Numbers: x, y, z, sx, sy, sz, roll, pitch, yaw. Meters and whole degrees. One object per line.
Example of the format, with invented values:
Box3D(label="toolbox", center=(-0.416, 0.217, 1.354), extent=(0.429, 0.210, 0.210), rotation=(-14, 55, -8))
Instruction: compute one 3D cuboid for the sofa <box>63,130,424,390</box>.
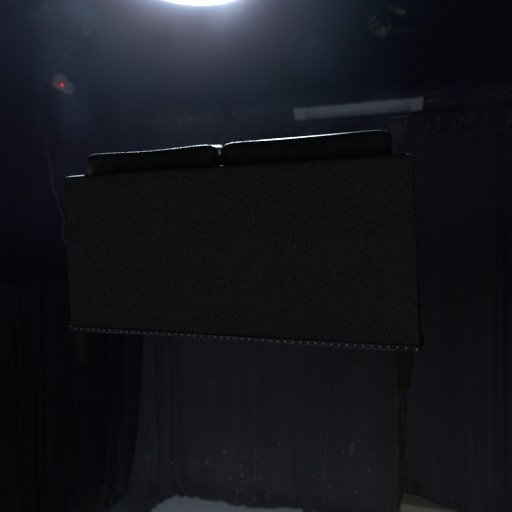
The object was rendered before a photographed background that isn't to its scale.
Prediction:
Box3D(label="sofa", center=(0.000, 0.000, 2.277), extent=(1.597, 1.003, 1.084), rotation=(0, 0, 18))
